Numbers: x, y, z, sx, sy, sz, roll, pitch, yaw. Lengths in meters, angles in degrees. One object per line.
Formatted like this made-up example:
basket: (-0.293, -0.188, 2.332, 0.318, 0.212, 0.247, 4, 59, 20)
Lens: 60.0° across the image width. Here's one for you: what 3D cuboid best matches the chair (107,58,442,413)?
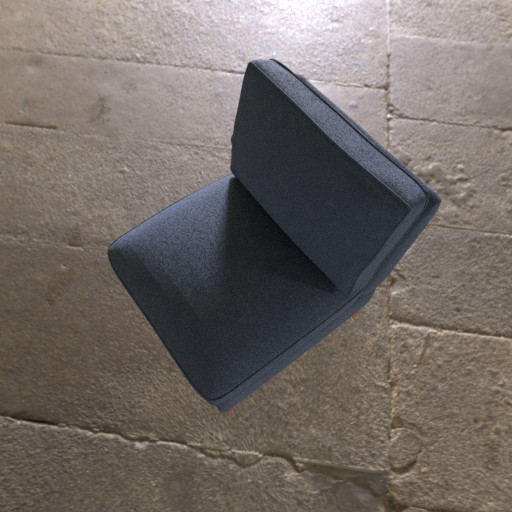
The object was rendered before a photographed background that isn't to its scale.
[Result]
chair: (0.000, 0.000, 1.659, 0.912, 1.052, 0.724, -34, 68, -16)
